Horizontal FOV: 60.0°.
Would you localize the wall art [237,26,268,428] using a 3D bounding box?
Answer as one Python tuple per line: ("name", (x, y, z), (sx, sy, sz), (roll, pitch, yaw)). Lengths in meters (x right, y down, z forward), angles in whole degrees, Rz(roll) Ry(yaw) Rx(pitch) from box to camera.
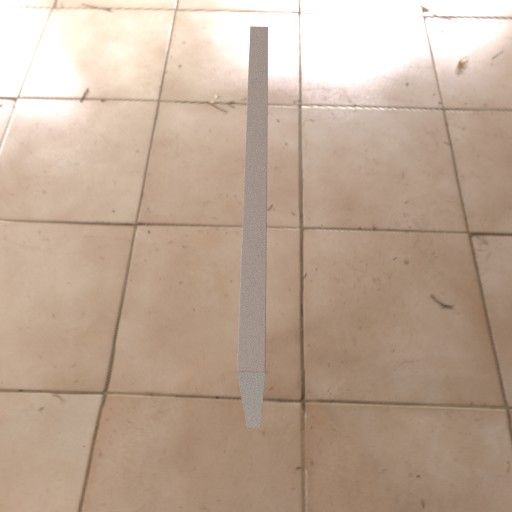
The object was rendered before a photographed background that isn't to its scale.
("wall art", (0.000, 0.000, 1.161), (0.041, 0.765, 0.768), (1, 63, 0))
